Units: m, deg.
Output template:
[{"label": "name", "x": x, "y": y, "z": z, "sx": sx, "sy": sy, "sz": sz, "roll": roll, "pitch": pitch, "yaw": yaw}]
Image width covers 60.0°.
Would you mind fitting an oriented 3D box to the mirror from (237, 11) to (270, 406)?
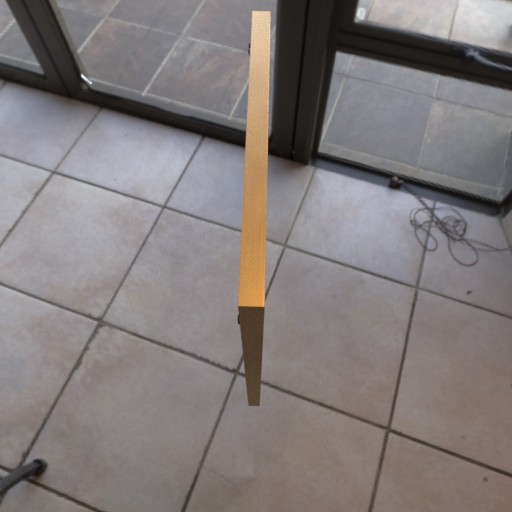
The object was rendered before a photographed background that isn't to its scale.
[{"label": "mirror", "x": 0.000, "y": 0.000, "z": 1.136, "sx": 0.040, "sy": 0.915, "sz": 0.609, "roll": 1, "pitch": 63, "yaw": 1}]
